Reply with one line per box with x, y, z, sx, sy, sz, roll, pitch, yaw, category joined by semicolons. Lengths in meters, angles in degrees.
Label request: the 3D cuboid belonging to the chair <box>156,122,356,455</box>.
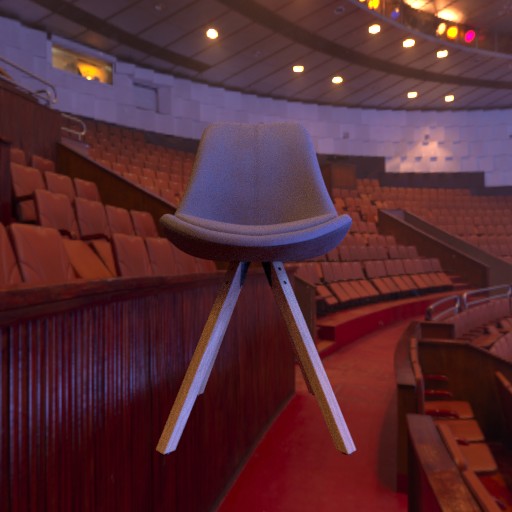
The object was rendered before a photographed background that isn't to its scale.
0.000;0.000;1.185;0.483;0.865;0.547;0;0;0;chair
